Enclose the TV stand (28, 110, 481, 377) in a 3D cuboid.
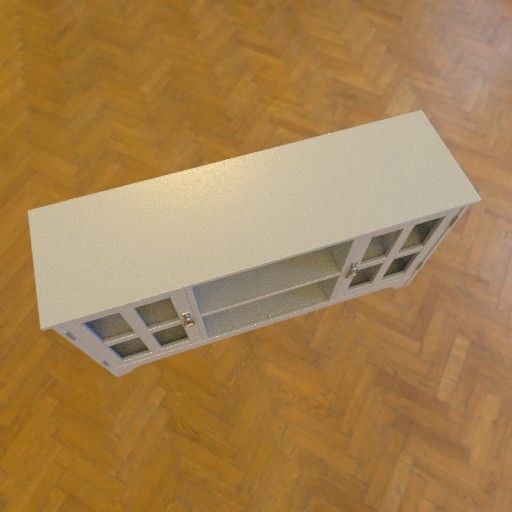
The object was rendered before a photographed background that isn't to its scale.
[{"bbox_3d":[0.000,0.000,1.455,1.167,0.603,0.344,-16,64,-8],"label":"TV stand"}]
